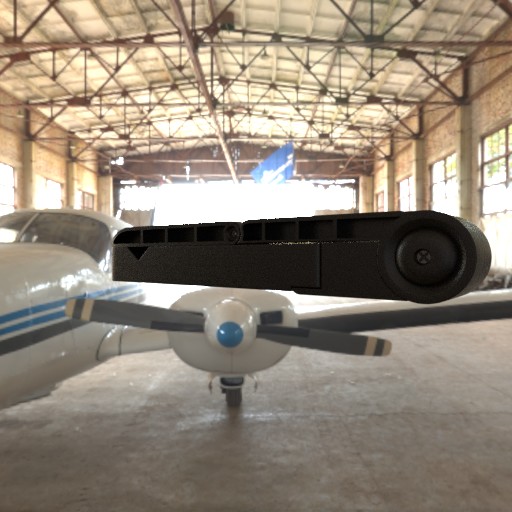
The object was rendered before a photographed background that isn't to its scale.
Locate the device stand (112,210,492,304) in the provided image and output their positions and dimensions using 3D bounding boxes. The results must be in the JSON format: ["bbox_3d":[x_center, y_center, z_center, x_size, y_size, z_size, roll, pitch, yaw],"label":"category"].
[{"bbox_3d":[0.000,0.000,0.192,0.179,0.030,0.026,0,0,37],"label":"device stand"}]
